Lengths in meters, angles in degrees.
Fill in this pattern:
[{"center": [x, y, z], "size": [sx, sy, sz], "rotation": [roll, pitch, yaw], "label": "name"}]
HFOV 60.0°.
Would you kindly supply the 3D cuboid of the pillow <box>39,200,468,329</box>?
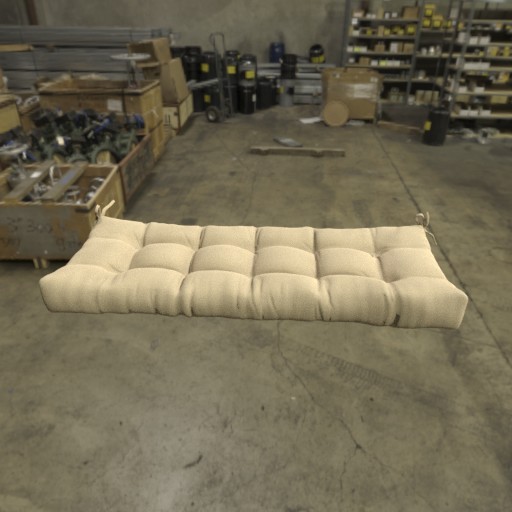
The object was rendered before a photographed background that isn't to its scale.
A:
[{"center": [0.000, 0.000, 1.366], "size": [1.194, 0.174, 0.511], "rotation": [2, 30, 3], "label": "pillow"}]
